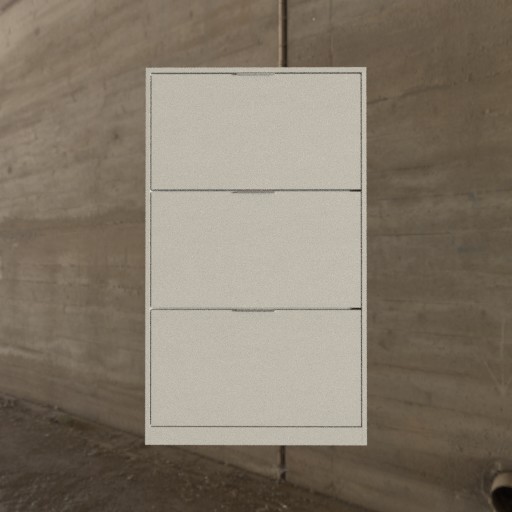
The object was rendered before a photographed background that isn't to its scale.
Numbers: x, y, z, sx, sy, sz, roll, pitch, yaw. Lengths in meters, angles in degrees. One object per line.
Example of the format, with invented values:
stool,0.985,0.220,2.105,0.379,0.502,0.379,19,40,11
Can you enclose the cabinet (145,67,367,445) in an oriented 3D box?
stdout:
cabinet,0.000,0.000,1.613,0.750,1.280,0.250,0,0,0
